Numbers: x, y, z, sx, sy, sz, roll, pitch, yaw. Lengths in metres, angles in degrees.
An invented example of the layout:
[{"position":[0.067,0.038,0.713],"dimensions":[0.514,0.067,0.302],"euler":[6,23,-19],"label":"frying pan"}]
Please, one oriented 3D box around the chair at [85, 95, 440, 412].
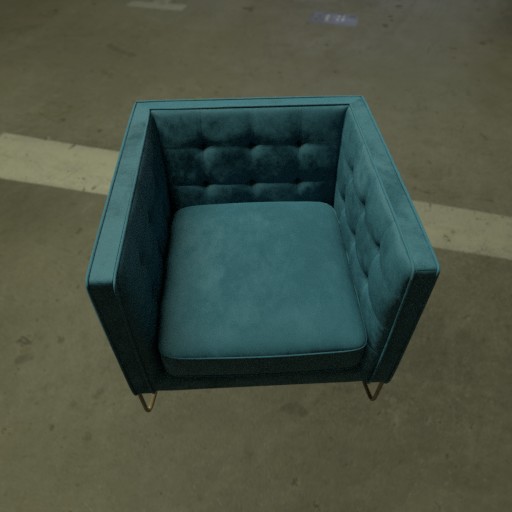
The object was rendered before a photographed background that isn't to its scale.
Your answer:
[{"position":[0.000,0.000,1.614],"dimensions":[0.880,0.790,0.894],"euler":[-2,47,-2],"label":"chair"}]
